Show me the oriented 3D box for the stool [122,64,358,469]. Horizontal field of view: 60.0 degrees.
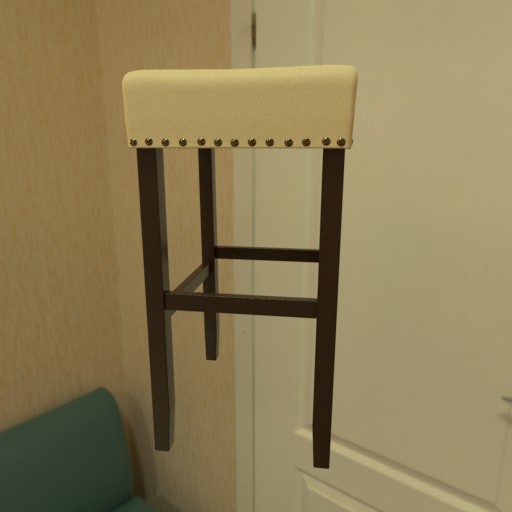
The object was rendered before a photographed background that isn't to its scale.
[{"bbox_3d":[0.000,0.000,1.036,0.401,0.762,0.471,2,14,9],"label":"stool"}]
